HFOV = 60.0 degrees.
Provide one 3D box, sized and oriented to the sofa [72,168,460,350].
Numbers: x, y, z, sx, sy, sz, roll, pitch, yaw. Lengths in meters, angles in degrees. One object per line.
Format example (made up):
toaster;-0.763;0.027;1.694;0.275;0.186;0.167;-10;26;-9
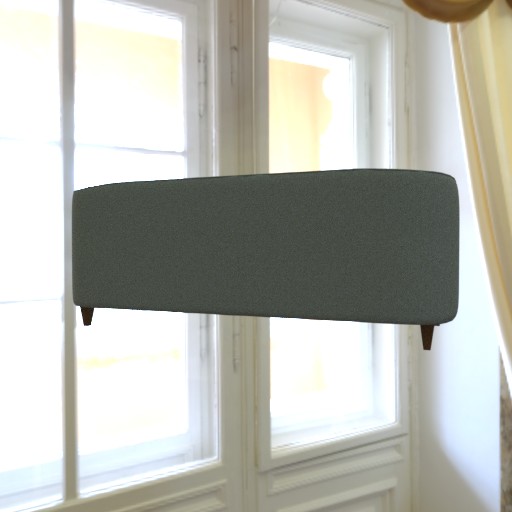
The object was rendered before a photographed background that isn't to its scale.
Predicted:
sofa;0.000;0.000;2.725;2.278;0.855;0.941;0;1;19
